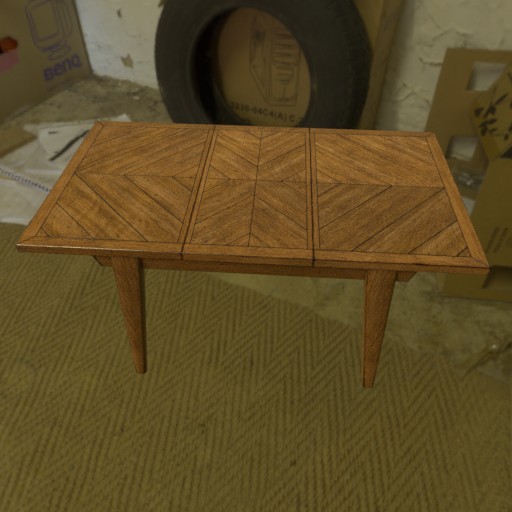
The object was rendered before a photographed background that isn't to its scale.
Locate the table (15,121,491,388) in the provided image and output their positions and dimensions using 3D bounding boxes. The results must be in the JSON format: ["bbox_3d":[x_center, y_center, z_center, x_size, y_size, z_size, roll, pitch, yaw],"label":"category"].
[{"bbox_3d":[0.000,0.000,1.834,1.400,0.760,0.757,3,45,3],"label":"table"}]
